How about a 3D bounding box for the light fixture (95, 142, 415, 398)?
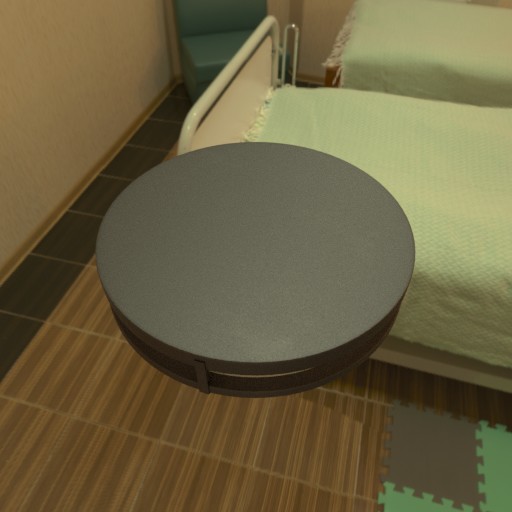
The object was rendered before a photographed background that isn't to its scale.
[{"bbox_3d":[0.000,0.000,0.541,0.356,0.102,0.356,0,46,0],"label":"light fixture"}]
